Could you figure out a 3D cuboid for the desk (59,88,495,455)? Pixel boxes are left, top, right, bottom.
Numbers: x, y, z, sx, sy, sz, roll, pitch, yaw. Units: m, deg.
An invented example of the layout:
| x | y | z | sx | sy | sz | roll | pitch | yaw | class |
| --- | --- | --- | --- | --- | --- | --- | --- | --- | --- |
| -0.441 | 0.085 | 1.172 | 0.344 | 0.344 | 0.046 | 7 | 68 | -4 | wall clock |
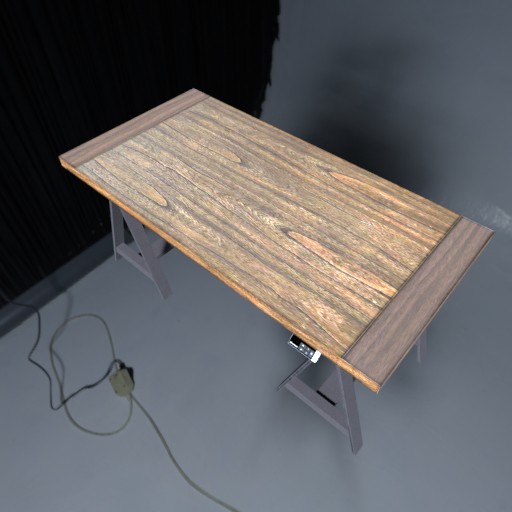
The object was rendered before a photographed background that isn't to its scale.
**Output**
| x | y | z | sx | sy | sz | roll | pitch | yaw | class |
| --- | --- | --- | --- | --- | --- | --- | --- | --- | --- |
| 0.000 | 0.000 | 1.949 | 1.543 | 0.725 | 0.784 | 33 | 56 | 26 | desk |
